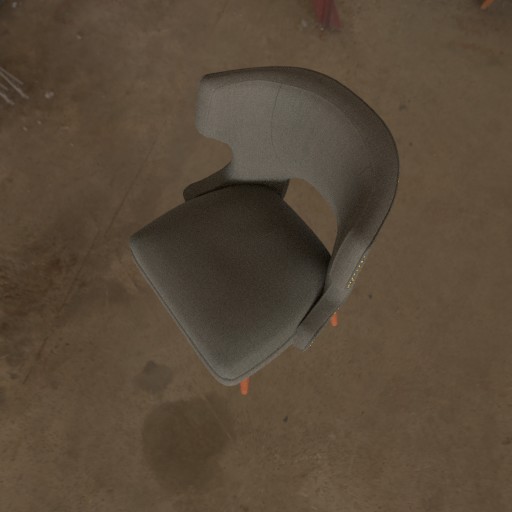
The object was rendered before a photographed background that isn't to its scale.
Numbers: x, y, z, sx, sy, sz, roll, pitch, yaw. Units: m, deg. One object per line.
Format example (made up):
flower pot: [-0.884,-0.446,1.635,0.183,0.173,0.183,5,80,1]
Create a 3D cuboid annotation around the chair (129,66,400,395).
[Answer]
chair: [0.000,0.000,1.270,0.581,0.863,0.595,-34,68,-15]
